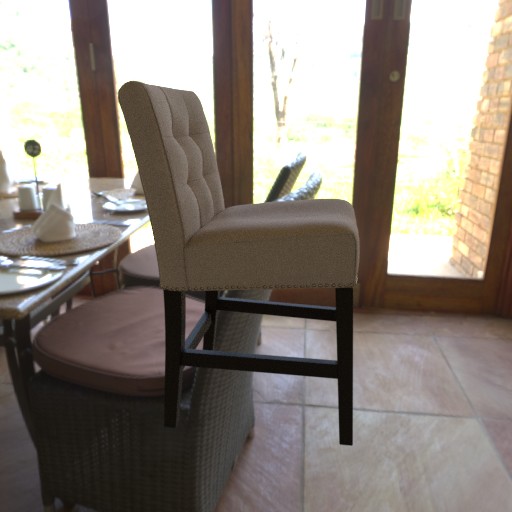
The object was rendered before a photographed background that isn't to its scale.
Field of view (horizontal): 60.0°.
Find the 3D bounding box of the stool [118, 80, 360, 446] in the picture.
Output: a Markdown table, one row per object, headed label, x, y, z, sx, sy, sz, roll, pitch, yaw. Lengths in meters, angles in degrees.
| label | x | y | z | sx | sy | sz | roll | pitch | yaw |
| --- | --- | --- | --- | --- | --- | --- | --- | --- | --- |
| stool | 0.000 | 0.000 | 1.225 | 0.571 | 0.885 | 0.427 | 3 | 18 | 9 |
